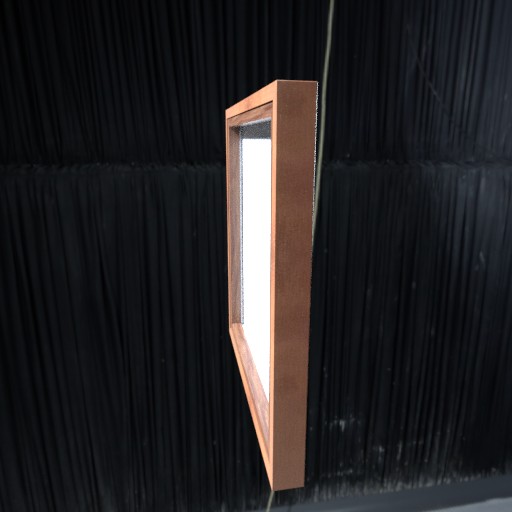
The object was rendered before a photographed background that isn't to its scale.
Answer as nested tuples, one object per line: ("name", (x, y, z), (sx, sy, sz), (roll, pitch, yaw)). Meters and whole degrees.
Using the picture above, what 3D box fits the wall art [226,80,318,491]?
("wall art", (0.000, 0.000, 0.607), (0.035, 0.403, 0.403), (-2, 15, -9))
